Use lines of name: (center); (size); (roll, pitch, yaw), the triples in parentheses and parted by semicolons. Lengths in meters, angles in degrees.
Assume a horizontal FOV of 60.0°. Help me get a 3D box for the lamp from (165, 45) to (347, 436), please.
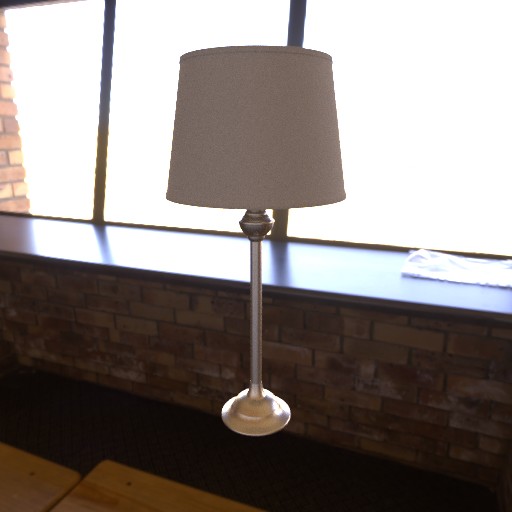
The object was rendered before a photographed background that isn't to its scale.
lamp: (0.000, 0.000, 0.853); (0.331, 0.698, 0.331); (0, 15, 0)
